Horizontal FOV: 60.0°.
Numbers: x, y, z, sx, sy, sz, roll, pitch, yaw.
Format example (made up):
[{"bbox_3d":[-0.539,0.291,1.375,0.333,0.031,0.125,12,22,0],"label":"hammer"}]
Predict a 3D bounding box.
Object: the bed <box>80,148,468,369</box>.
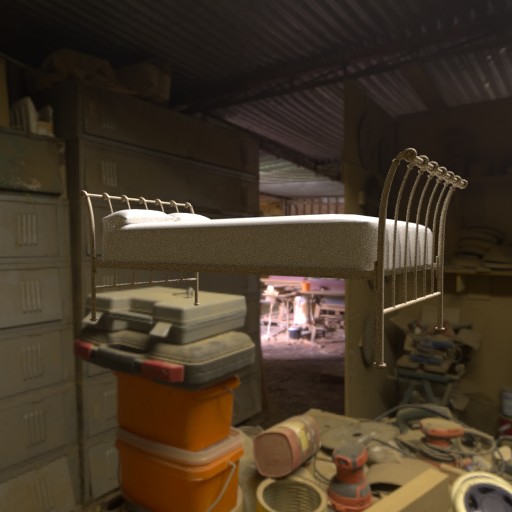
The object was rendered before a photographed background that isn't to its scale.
[{"bbox_3d":[0.000,0.000,2.756,2.228,0.873,1.032,1,1,36],"label":"bed"}]
